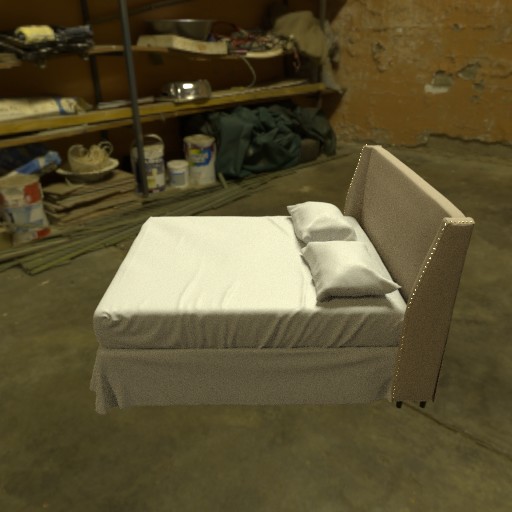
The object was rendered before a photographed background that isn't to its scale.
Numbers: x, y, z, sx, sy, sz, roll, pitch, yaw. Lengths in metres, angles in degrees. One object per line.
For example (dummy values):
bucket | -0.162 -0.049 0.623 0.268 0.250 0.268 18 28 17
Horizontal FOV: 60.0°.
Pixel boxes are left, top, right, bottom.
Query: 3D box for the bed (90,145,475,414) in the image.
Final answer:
bed | 0.000 0.000 3.408 2.276 1.332 1.925 0 26 -1
